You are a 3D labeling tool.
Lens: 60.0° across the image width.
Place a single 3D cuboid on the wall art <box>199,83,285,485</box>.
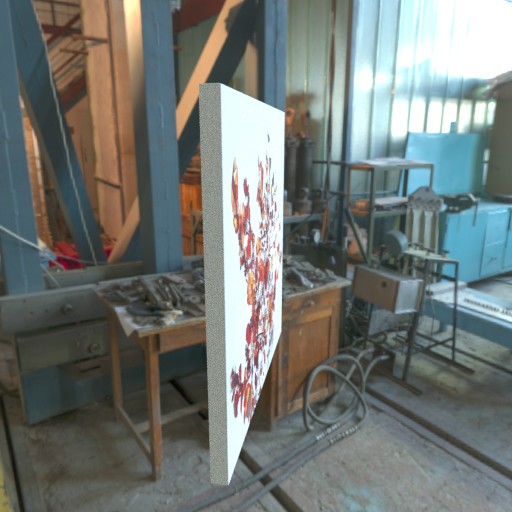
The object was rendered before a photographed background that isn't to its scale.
[{"bbox_3d":[0.000,0.000,1.154,0.037,0.757,0.757,3,15,11],"label":"wall art"}]
